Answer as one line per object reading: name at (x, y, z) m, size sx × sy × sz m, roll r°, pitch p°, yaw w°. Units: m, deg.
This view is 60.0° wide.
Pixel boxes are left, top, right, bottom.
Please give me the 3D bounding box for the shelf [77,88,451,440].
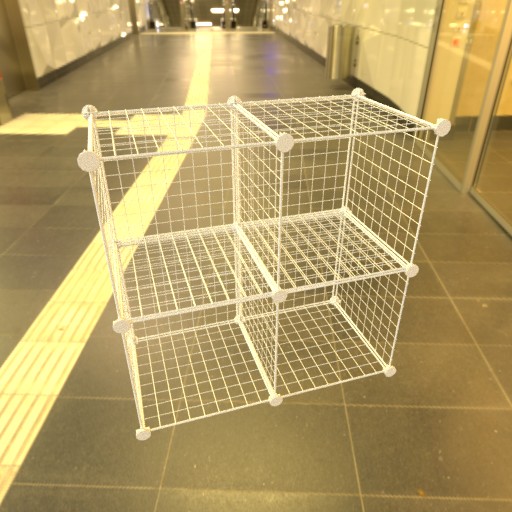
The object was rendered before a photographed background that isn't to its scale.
shelf at (0.000, 0.000, 1.121) m, size 0.711 × 0.711 × 0.356 m, roll -9°, pitch 32°, yaw -15°
